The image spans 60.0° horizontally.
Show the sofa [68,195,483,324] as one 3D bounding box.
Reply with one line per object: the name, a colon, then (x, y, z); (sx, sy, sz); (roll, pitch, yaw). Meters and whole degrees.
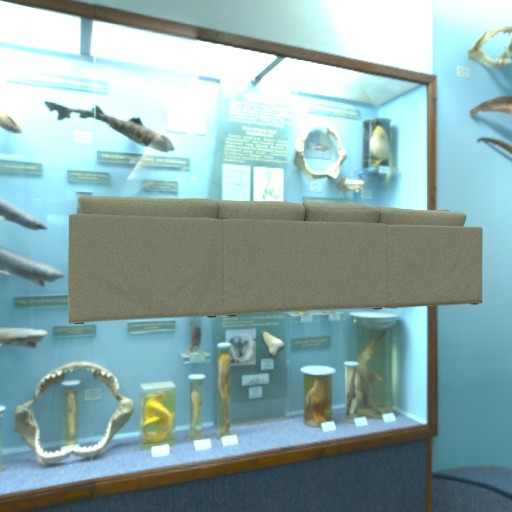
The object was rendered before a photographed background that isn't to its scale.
sofa: (0.000, 0.000, 4.505); (3.460, 0.882, 2.427); (0, 0, -20)
